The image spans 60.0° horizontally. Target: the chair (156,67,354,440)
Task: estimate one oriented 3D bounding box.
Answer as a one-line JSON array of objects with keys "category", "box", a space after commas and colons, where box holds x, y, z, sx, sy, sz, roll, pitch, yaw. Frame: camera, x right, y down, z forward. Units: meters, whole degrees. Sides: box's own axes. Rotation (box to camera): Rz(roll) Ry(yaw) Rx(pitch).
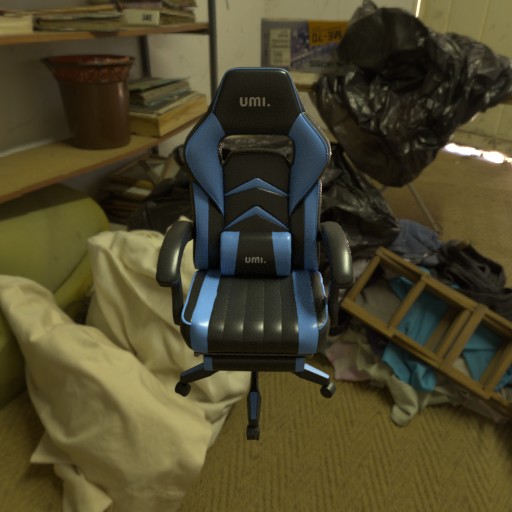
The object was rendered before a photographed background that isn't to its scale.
[{"category": "chair", "box": [0.000, 0.000, 1.706, 0.700, 1.280, 0.700, 1, 30, 1]}]
